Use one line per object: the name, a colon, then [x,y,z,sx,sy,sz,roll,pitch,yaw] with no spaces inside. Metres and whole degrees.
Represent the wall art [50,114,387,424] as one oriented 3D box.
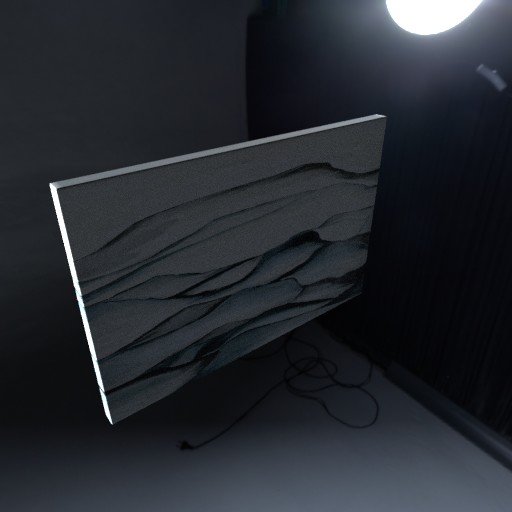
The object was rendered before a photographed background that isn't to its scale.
wall art: [0.000,0.000,1.181,0.914,0.609,0.039,-21,36,-32]
